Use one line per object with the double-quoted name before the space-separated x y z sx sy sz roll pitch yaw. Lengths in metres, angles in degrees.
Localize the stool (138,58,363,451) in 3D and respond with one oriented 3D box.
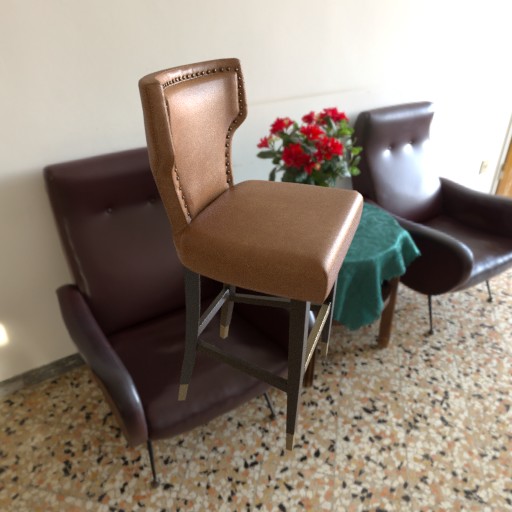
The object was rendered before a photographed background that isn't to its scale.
"stool" 0.000 0.000 1.399 0.563 1.092 0.526 11 32 18
